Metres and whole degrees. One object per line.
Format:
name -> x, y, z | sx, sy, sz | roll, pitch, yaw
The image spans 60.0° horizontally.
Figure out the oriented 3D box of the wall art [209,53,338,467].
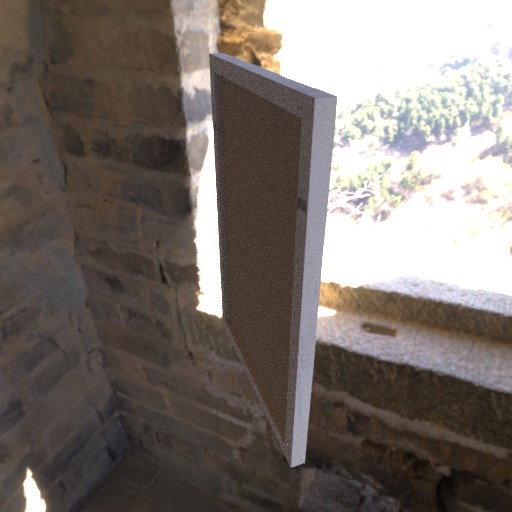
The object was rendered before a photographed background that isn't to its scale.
wall art -> 0.000, 0.000, 1.167 | 0.043, 0.914, 0.624 | -11, 32, -17
